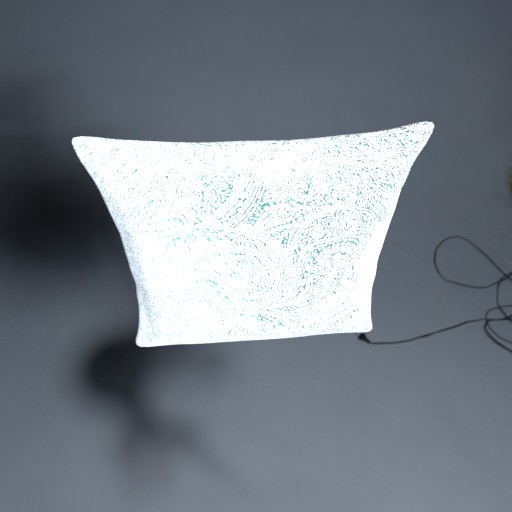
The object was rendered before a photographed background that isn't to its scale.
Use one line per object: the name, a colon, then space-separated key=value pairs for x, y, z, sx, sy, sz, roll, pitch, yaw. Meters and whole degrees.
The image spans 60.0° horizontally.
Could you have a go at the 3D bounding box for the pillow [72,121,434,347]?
pillow: x=0.000 y=0.000 z=0.812 sx=0.526 sy=0.507 sz=0.166 roll=-3 pitch=46 yaw=-3
